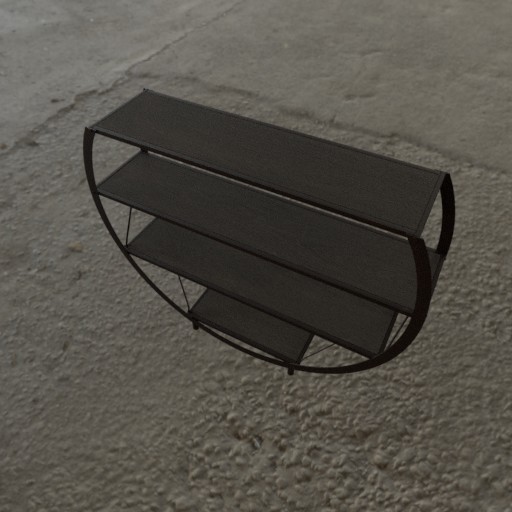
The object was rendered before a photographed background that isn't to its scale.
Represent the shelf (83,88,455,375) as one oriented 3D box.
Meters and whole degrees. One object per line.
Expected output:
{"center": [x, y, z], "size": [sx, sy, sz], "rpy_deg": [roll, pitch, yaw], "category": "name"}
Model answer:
{"center": [0.000, 0.000, 1.888], "size": [1.403, 1.063, 0.344], "rpy_deg": [21, 50, 19], "category": "shelf"}
